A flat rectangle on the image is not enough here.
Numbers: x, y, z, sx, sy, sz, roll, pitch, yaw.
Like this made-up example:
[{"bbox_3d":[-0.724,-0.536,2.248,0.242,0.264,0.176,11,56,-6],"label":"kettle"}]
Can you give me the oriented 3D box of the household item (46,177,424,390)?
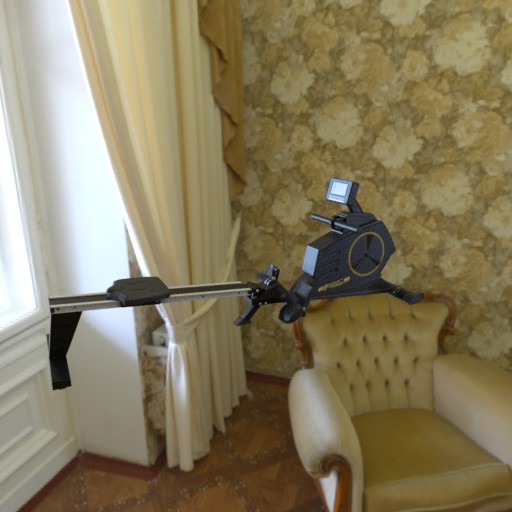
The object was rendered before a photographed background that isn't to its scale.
[{"bbox_3d":[0.000,0.000,2.534,2.251,0.810,0.521,-8,18,-26],"label":"household item"}]
